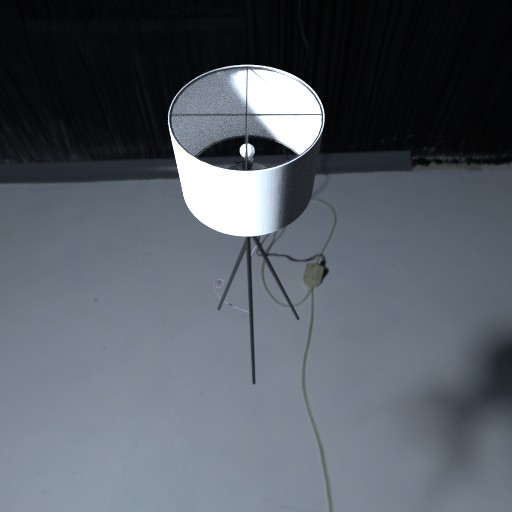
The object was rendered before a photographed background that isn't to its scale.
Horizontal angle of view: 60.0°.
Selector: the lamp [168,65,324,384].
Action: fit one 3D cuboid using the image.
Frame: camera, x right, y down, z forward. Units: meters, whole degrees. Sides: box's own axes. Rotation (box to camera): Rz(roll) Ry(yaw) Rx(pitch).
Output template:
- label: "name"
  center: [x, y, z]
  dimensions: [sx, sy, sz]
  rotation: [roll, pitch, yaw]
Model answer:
- label: "lamp"
  center: [0.000, 0.000, 1.935]
  dimensions: [0.522, 1.624, 0.667]
  rotation: [0, 58, 0]
